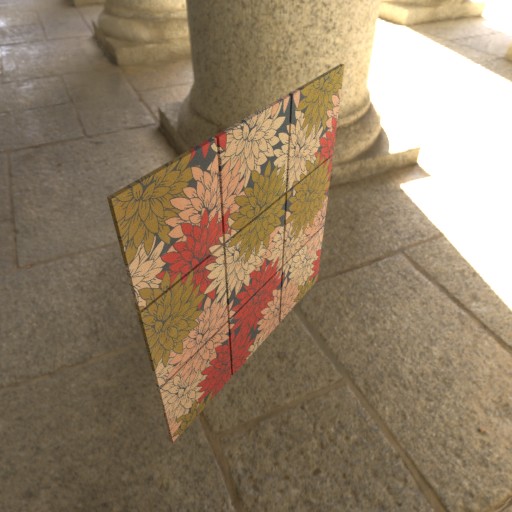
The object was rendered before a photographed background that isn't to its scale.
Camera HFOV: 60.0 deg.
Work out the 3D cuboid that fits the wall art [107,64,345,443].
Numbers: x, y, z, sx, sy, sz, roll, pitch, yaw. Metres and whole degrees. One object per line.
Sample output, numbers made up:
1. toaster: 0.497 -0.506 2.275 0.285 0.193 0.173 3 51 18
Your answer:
1. wall art: 0.000 0.000 1.374 0.013 0.913 0.904 25 47 26
